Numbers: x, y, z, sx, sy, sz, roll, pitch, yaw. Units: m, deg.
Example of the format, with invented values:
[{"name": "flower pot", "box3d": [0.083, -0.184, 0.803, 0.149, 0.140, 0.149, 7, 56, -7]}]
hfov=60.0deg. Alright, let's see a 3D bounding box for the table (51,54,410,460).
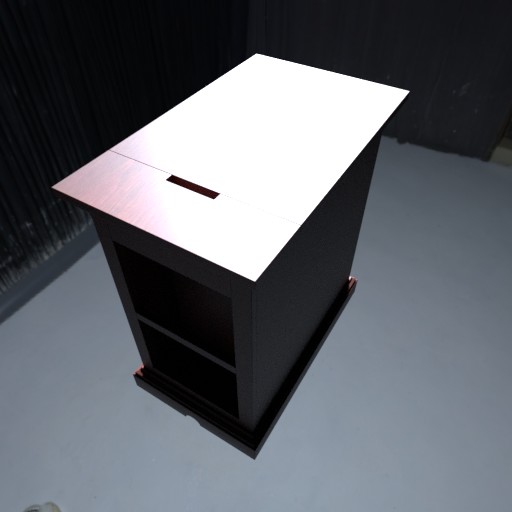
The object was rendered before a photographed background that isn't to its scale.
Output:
[{"name": "table", "box3d": [0.000, 0.000, 0.986, 0.356, 0.612, 0.584, 24, 50, 21]}]
